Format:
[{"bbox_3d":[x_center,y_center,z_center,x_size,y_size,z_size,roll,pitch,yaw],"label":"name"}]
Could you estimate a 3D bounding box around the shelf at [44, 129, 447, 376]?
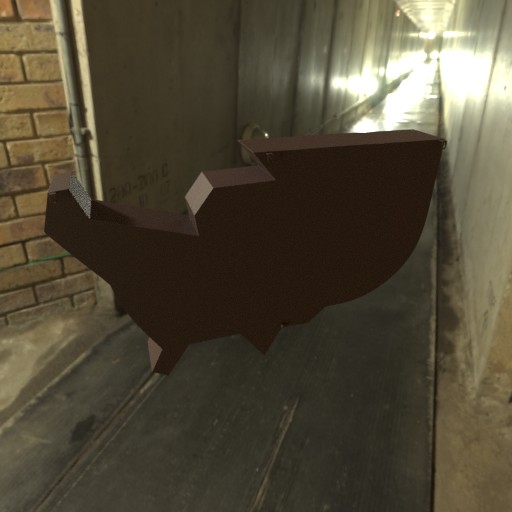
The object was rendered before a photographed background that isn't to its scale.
[{"bbox_3d":[0.000,0.000,0.888,0.729,0.439,0.112,-8,28,-15],"label":"shelf"}]
